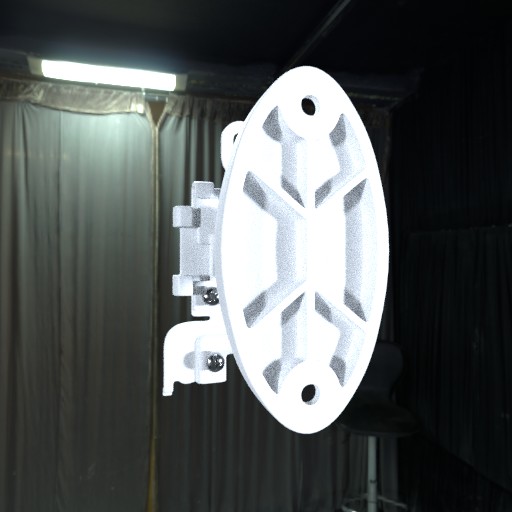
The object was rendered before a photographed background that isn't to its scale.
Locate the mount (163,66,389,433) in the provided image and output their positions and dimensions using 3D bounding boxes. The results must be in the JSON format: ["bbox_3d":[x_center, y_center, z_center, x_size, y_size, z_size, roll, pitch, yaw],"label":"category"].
[{"bbox_3d":[0.000,0.000,0.173,0.066,0.118,0.100,0,0,-18],"label":"mount"}]
